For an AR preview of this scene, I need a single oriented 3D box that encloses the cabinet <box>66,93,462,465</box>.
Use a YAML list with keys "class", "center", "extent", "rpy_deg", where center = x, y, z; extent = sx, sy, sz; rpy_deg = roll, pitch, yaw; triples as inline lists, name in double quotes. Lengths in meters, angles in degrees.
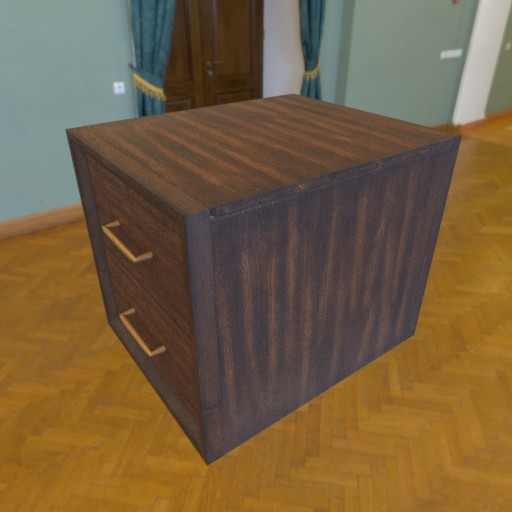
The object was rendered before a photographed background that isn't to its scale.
- class: "cabinet"
  center: [0.000, 0.000, 0.817]
  extent: [0.500, 0.455, 0.402]
  rpy_deg: [-21, 37, -31]
